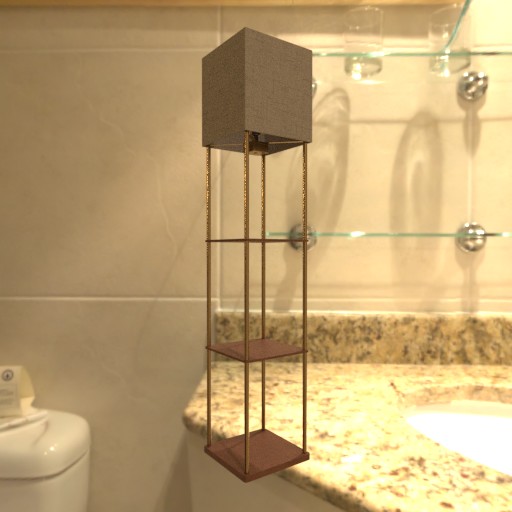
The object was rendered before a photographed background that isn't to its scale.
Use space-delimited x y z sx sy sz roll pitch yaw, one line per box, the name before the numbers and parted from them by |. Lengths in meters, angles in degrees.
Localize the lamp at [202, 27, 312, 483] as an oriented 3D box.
lamp | 0.000 0.000 1.736 0.310 1.569 0.308 -1 1 -35
